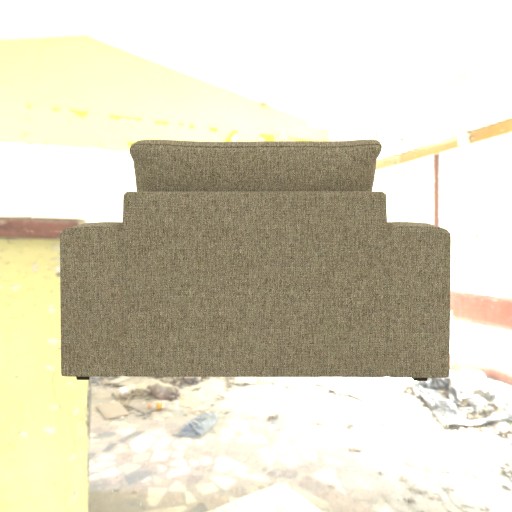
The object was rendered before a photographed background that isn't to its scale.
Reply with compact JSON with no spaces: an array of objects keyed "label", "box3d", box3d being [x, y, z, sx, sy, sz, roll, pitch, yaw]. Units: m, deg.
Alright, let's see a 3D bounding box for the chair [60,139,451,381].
[{"label":"chair","box3d":[0.000,0.000,2.095,1.398,0.915,1.039,0,1,1]}]
